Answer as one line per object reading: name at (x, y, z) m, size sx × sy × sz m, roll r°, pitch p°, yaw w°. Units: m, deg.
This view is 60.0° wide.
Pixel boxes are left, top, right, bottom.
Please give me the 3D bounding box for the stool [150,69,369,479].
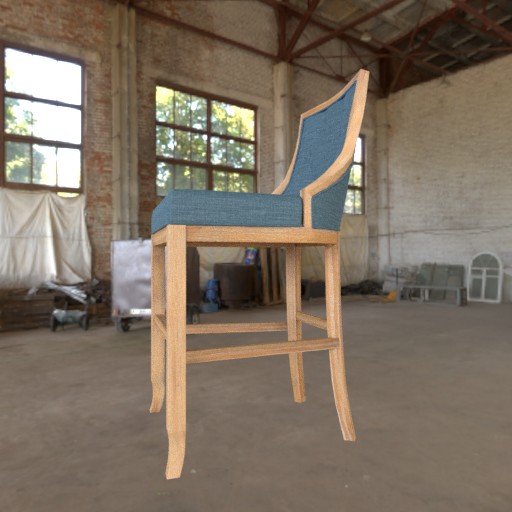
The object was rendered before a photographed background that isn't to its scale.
stool at (0.000, 0.000, 1.429) m, size 0.626 × 1.101 × 0.524 m, roll 0°, pitch 0°, yaw -18°
